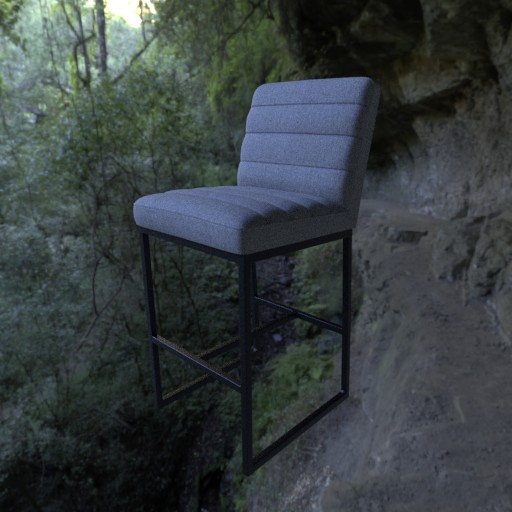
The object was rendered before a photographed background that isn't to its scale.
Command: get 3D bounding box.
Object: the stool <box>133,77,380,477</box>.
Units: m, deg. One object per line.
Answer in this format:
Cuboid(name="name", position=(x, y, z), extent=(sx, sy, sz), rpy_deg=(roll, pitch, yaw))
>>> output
Cuboid(name="stool", position=(0.000, 0.000, 1.359), extent=(0.459, 1.034, 0.571), rpy_deg=(16, 23, 41))
